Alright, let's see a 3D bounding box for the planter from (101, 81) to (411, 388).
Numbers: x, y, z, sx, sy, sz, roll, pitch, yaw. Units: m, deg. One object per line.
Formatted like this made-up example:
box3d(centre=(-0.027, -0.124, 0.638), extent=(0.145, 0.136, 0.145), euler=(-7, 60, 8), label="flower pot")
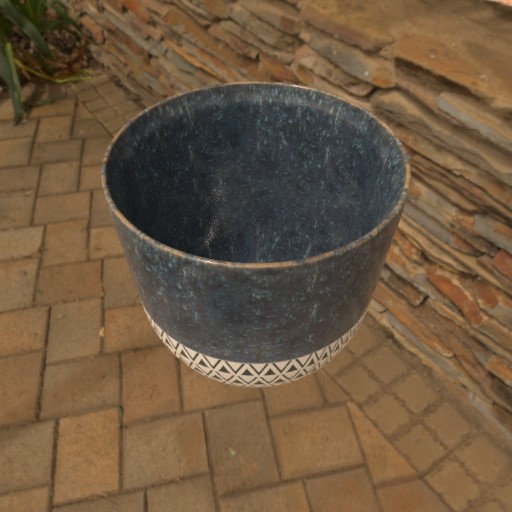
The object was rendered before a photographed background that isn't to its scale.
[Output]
box3d(centre=(0.000, 0.000, 0.488), extent=(0.266, 0.270, 0.266), euler=(0, 48, 0), label="planter")
